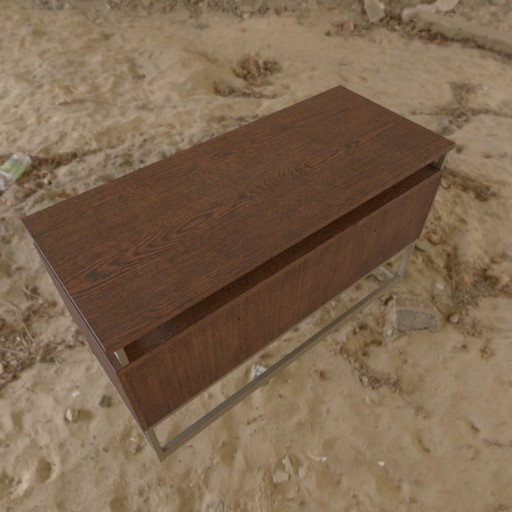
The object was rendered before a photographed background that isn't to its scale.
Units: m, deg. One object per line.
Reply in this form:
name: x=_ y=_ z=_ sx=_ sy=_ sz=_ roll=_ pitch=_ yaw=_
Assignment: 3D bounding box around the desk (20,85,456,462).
desk: x=0.000 y=0.000 z=1.776 sx=1.384 sy=0.792 sz=0.610 roll=-30 pitch=54 yaw=-25
